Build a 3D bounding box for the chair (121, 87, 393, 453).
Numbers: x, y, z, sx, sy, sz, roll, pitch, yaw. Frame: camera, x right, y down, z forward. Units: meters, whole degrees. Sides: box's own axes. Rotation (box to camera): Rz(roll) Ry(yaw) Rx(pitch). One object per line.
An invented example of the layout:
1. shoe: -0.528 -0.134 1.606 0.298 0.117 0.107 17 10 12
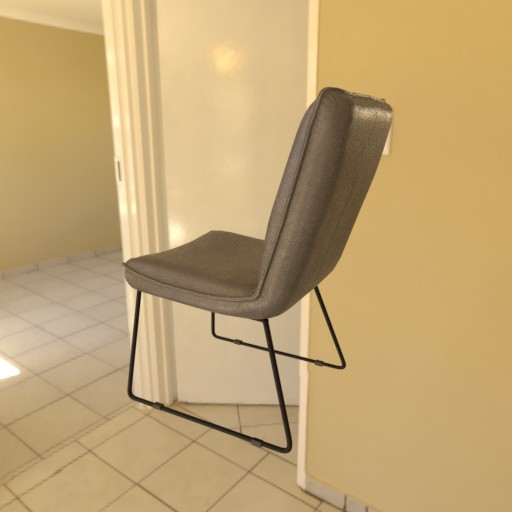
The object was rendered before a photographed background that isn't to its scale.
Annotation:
1. chair: 0.000 0.000 1.378 0.688 0.932 0.515 8 18 27
